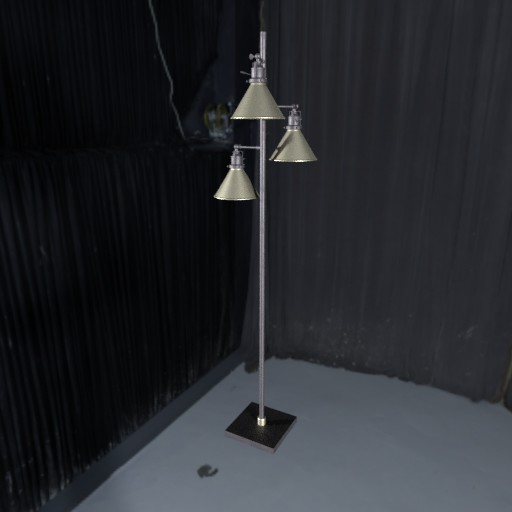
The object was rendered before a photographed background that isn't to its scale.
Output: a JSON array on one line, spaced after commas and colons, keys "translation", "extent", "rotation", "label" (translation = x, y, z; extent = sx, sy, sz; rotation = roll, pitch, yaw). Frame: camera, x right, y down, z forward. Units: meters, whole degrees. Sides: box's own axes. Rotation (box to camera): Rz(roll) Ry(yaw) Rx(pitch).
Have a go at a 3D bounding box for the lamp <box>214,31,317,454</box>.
[{"translation": [0.000, 0.000, 1.868], "extent": [0.415, 1.716, 0.428], "rotation": [9, 19, 27], "label": "lamp"}]
